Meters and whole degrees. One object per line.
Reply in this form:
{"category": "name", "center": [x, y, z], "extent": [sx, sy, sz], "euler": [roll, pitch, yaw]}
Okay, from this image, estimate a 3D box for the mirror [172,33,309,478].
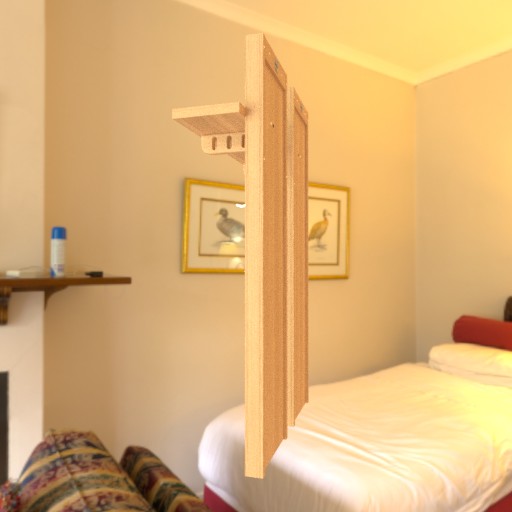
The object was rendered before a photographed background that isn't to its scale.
{"category": "mirror", "center": [0.000, 0.000, 1.617], "extent": [0.260, 1.250, 0.800], "euler": [0, -1, 17]}
